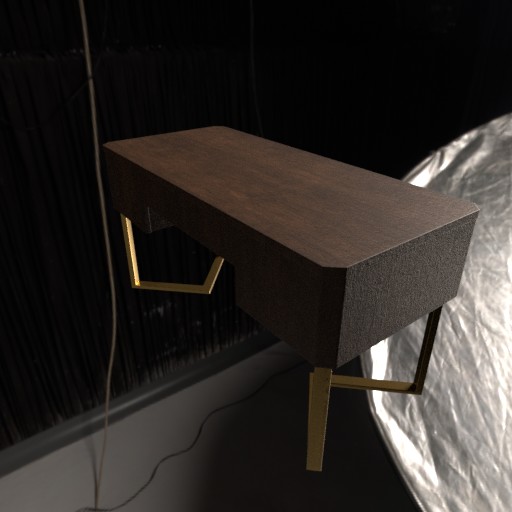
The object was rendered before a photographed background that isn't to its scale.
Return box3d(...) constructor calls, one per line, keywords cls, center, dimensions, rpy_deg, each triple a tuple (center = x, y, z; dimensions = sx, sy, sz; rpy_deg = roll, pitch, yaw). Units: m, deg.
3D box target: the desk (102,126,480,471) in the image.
box3d(cls="desk", center=(0.000, 0.000, 1.877), dimensions=(0.684, 0.762, 1.479), rpy_deg=(-20, 34, -32))
